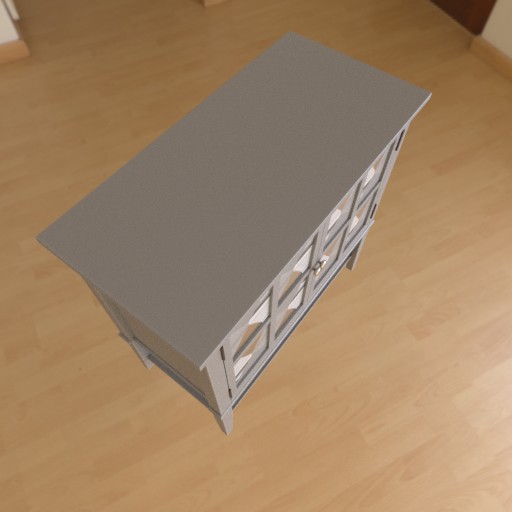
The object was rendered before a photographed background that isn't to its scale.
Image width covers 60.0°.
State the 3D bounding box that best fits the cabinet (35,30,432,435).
[{"bbox_3d":[0.000,0.000,1.237,0.396,0.780,0.801,33,64,18],"label":"cabinet"}]
